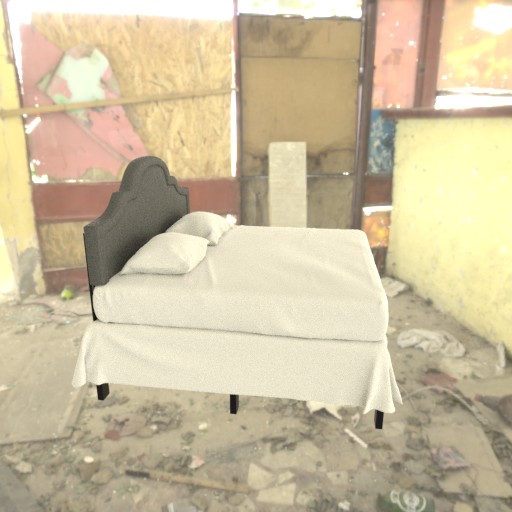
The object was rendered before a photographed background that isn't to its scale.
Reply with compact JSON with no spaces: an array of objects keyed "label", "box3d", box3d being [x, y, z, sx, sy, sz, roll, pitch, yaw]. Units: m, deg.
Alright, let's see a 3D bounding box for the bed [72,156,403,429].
[{"label":"bed","box3d":[0.000,0.000,3.755,2.222,1.631,2.303,3,17,9]}]
